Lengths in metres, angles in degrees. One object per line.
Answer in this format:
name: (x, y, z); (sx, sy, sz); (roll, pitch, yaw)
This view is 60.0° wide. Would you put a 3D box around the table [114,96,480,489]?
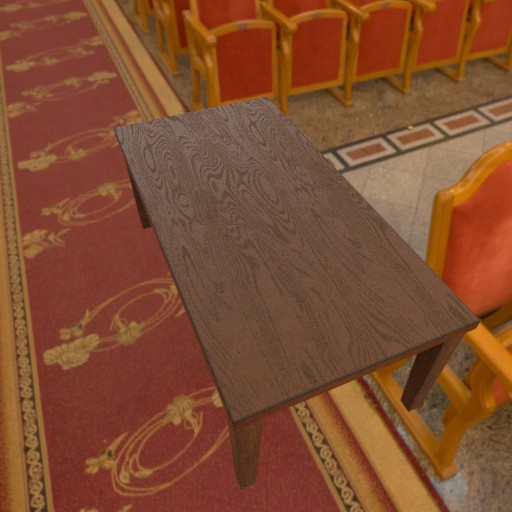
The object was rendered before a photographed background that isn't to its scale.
table: (0.000, 0.000, 2.453); (1.016, 0.762, 1.981); (-17, 48, -16)
